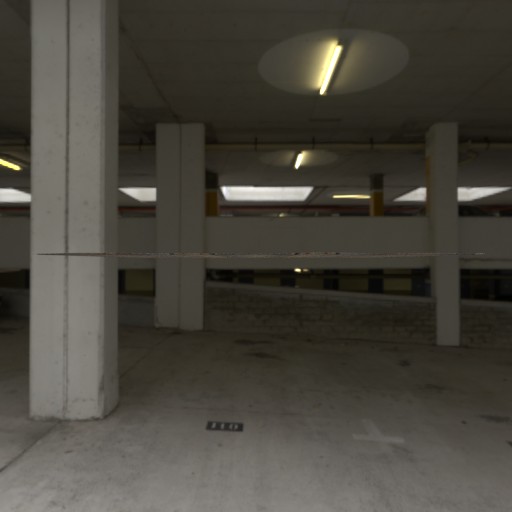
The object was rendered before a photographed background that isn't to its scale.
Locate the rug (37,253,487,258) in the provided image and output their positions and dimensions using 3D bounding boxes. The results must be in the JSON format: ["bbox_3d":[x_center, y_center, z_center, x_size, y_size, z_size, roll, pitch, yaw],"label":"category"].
[{"bbox_3d":[0.000,0.000,3.970,3.000,0.012,2.371,0,-1,0],"label":"rug"}]
